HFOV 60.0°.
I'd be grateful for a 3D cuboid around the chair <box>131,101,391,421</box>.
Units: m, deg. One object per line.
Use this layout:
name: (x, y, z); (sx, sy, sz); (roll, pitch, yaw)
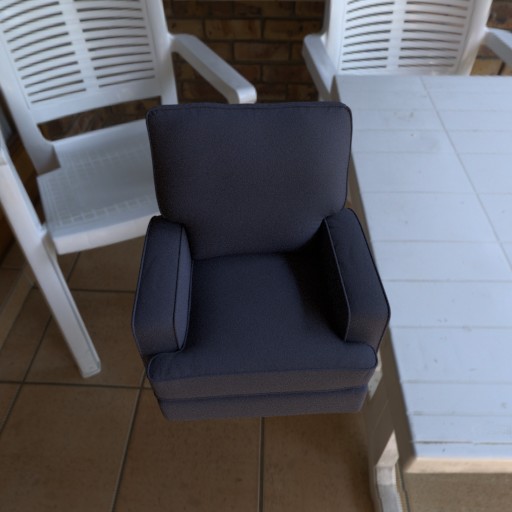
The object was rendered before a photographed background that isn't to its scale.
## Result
chair: (0.000, 0.000, 1.703); (0.861, 0.962, 0.964); (-3, 47, -2)
